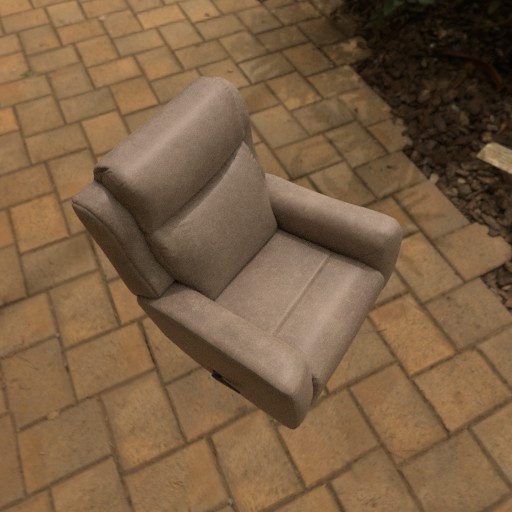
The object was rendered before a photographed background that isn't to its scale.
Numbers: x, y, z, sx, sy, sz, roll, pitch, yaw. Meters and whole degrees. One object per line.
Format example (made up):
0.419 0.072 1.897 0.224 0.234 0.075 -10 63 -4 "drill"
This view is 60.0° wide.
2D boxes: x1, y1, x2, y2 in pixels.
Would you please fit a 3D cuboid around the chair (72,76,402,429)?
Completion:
0.000 0.000 1.966 1.068 1.116 0.967 31 63 18 "chair"
